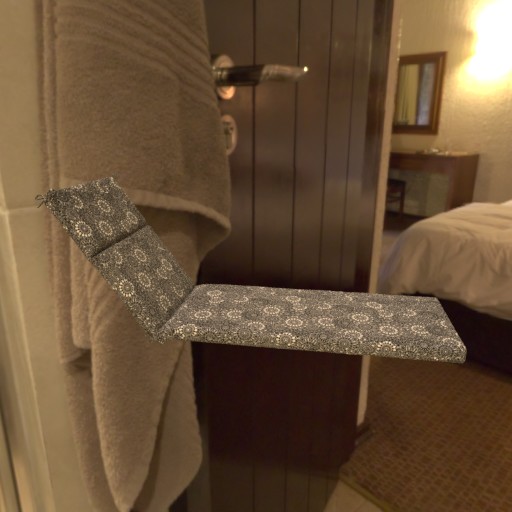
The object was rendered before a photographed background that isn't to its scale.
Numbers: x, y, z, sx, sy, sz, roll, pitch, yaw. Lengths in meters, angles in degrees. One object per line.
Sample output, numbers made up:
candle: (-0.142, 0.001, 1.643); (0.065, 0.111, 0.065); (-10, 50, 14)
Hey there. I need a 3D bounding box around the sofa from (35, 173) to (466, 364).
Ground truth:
sofa: (0.000, 0.000, 1.919); (1.663, 0.622, 0.582); (3, 17, 9)
